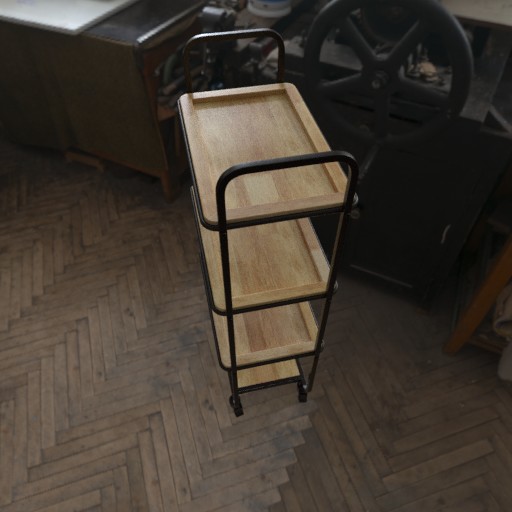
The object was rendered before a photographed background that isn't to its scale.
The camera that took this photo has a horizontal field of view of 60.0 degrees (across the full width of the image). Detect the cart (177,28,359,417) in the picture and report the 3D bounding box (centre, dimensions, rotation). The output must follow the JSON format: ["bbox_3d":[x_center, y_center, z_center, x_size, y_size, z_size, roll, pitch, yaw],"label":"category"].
[{"bbox_3d":[0.000,0.000,1.312,0.321,1.080,0.545,-9,50,-8],"label":"cart"}]
